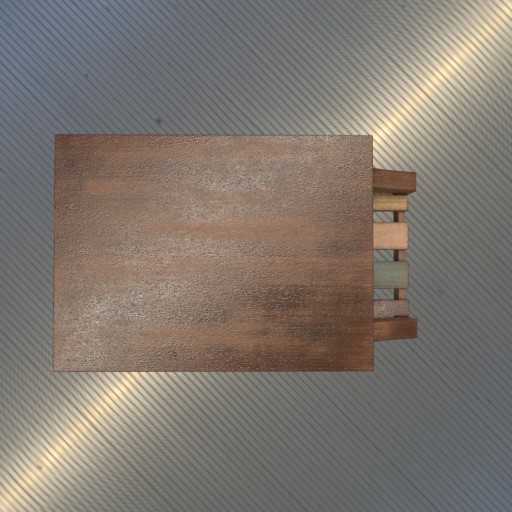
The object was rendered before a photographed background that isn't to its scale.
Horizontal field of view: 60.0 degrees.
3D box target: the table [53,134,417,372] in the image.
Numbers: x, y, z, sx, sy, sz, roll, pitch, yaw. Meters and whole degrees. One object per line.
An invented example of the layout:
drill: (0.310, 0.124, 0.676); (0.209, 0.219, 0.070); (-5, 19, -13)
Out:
table: (0.000, 0.000, 0.956); (0.609, 0.584, 0.356); (0, 89, 0)
